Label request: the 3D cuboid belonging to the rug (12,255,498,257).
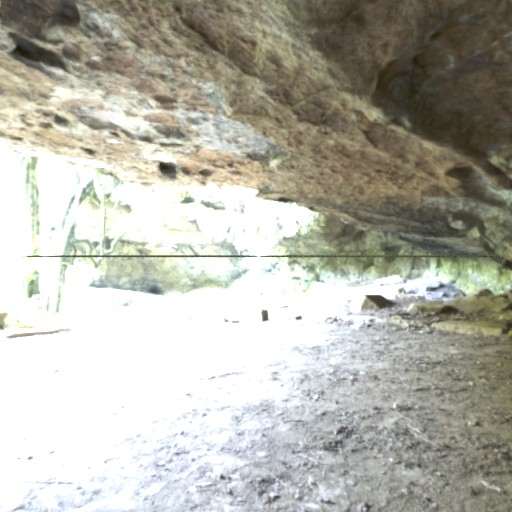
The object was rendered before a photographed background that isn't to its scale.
[{"bbox_3d":[0.000,0.000,2.966,2.435,0.010,1.544,0,0,1],"label":"rug"}]
